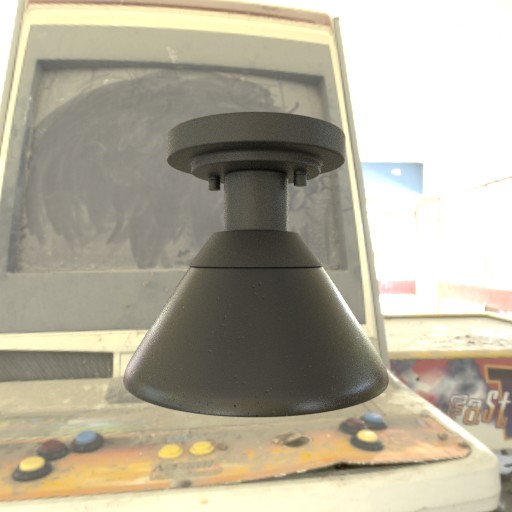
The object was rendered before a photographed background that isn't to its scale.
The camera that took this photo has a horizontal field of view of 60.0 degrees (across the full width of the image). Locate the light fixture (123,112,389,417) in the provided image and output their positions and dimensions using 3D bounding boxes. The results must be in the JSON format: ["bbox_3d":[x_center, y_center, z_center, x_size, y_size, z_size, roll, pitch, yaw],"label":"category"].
[{"bbox_3d":[0.000,0.000,0.350,0.200,0.183,0.200,0,0,0],"label":"light fixture"}]
